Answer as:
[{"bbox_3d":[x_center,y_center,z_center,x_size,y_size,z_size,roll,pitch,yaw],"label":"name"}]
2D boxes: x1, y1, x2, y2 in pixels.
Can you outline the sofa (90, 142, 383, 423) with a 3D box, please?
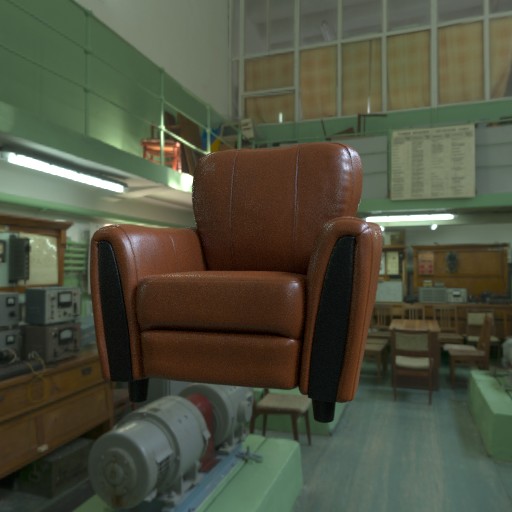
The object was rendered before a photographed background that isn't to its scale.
[{"bbox_3d":[0.000,0.000,1.529,0.836,0.876,0.789,0,-1,18],"label":"sofa"}]
